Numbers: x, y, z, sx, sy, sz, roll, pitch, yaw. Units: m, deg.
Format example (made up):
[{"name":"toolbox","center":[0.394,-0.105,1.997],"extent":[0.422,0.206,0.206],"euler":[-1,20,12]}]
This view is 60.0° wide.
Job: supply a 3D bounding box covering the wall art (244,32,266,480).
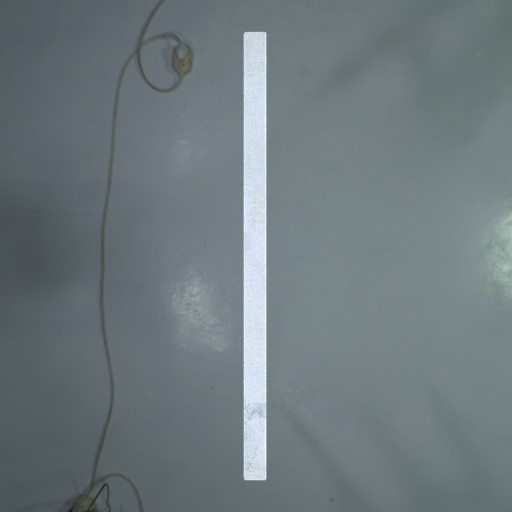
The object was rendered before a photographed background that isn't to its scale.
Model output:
[{"name":"wall art","center":[0.000,0.000,1.133],"extent":[0.041,0.762,0.762],"euler":[0,90,0]}]
